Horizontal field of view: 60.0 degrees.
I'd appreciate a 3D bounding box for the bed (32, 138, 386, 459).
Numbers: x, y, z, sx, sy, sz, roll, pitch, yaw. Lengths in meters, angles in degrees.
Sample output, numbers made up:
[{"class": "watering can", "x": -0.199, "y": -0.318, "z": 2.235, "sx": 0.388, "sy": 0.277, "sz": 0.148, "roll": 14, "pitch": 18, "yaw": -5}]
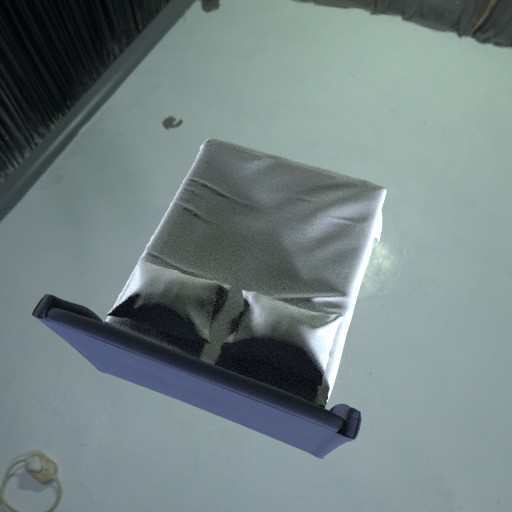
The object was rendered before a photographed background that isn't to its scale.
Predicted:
[{"class": "bed", "x": 0.000, "y": 0.000, "z": 3.421, "sx": 1.925, "sy": 1.332, "sz": 2.276, "roll": 18, "pitch": 63, "yaw": 10}]
